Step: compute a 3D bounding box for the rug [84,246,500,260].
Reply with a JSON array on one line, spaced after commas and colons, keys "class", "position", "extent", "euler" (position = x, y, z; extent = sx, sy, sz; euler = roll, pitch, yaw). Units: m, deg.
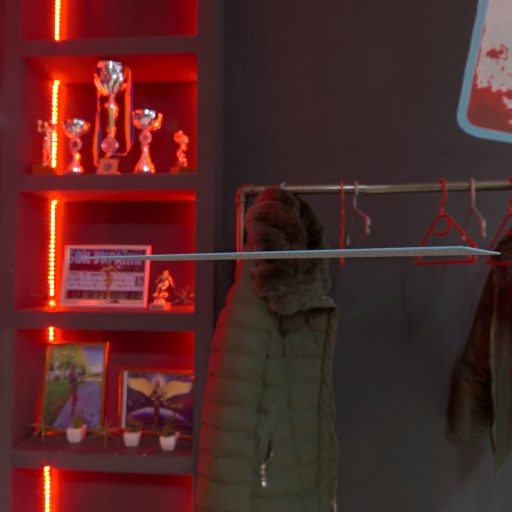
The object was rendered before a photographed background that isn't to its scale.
[{"class": "rug", "position": [0.000, 0.000, 2.349], "extent": [2.196, 0.011, 0.662], "euler": [-1, -2, 37]}]
